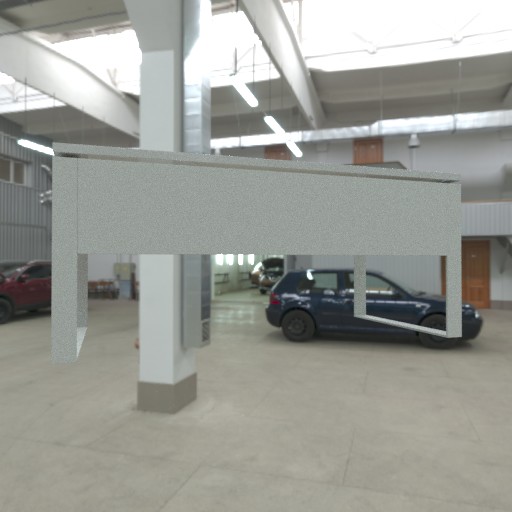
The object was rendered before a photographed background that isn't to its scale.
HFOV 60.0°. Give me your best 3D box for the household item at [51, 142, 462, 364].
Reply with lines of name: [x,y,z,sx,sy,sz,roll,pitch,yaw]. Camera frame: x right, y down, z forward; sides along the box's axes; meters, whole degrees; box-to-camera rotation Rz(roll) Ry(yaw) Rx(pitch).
household item: [0.000,0.000,2.126,1.700,0.745,0.800,0,-1,-18]
